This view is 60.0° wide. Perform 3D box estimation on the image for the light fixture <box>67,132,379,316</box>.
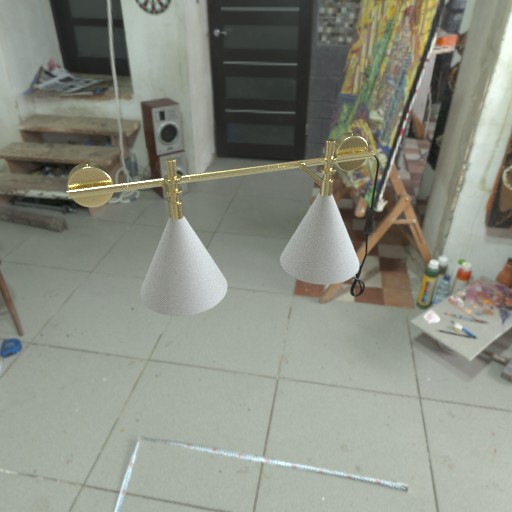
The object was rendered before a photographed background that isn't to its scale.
[{"bbox_3d":[0.000,0.000,0.880,0.642,0.468,0.239,-11,34,-16],"label":"light fixture"}]
